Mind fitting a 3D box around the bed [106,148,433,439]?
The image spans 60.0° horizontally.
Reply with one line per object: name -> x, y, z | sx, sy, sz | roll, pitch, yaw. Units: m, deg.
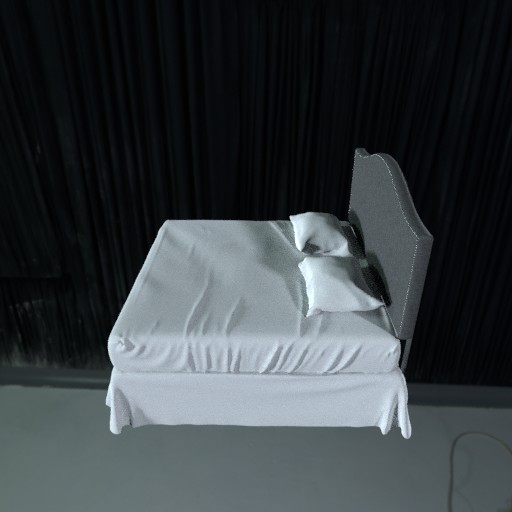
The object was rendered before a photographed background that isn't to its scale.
bed -> 0.000, 0.000, 3.687 | 2.219, 1.651, 2.314 | 0, 28, 1
